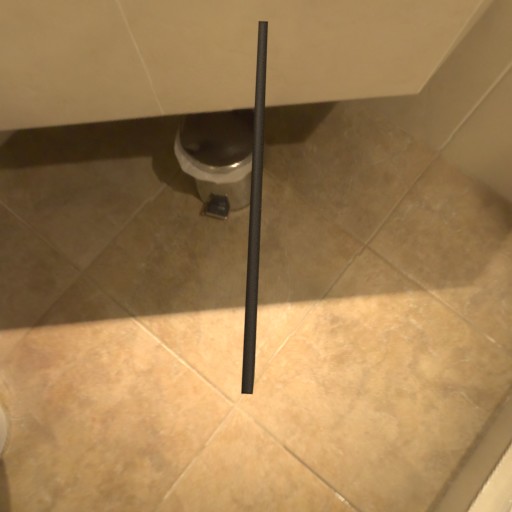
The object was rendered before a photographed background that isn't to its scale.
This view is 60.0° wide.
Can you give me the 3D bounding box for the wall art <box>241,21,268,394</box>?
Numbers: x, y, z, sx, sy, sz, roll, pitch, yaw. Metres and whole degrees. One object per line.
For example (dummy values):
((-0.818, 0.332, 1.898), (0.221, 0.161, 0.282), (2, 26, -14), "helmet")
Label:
((0.000, 0.000, 0.828), (0.012, 0.661, 0.451), (2, 76, 1), "wall art")
